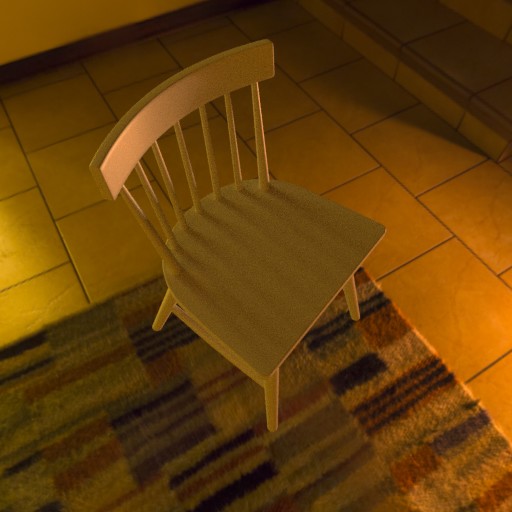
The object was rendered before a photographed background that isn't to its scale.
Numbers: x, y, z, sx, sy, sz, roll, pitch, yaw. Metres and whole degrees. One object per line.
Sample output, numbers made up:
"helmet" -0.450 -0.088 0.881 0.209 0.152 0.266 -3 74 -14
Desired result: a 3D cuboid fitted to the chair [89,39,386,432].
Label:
"chair" 0.000 0.000 1.093 0.500 0.787 0.483 34 63 20
